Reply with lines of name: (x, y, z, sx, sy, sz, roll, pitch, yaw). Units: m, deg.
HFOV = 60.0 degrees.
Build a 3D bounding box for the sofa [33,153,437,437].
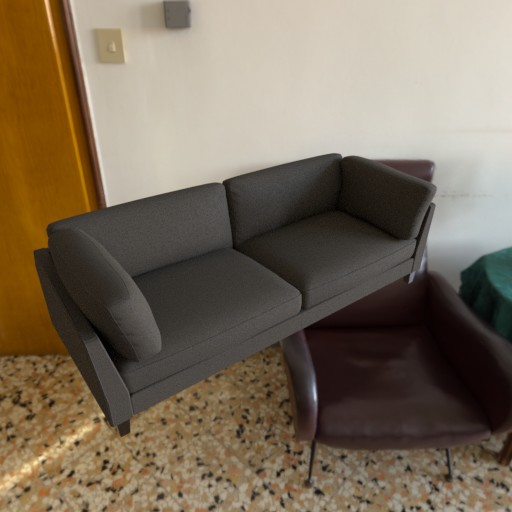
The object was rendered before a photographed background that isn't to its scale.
sofa: (0.000, 0.000, 2.700, 2.312, 0.792, 0.969, -20, 35, -32)
